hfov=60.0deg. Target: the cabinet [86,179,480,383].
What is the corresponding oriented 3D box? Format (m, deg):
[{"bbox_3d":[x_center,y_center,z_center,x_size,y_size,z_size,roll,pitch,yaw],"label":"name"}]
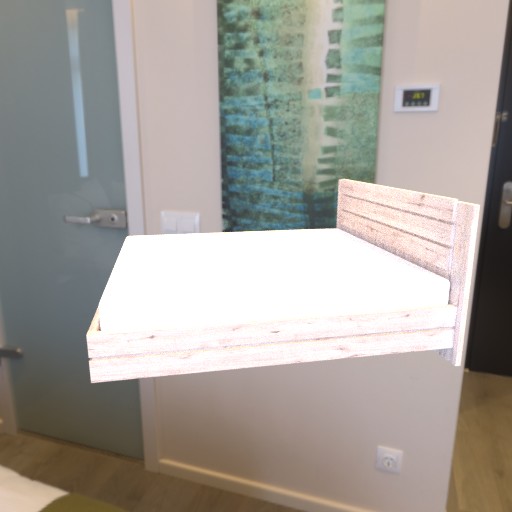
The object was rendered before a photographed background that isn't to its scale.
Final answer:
[{"bbox_3d":[0.000,0.000,3.238,2.080,0.970,1.950,-3,14,-11],"label":"cabinet"}]
